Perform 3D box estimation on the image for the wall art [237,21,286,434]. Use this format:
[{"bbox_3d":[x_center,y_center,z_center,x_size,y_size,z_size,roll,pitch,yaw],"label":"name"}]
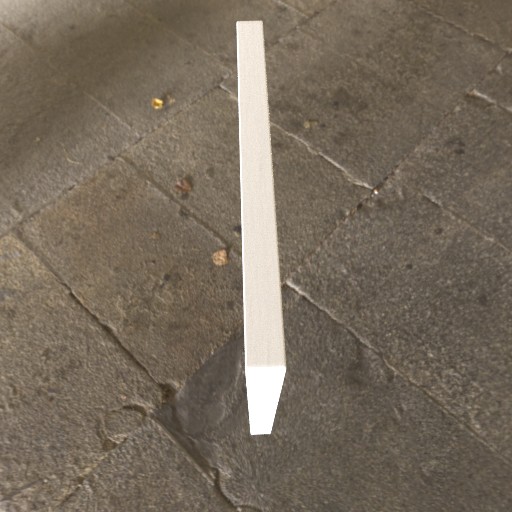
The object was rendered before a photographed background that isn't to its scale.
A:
[{"bbox_3d":[0.000,0.000,0.750,0.038,0.508,0.508,-2,62,-1],"label":"wall art"}]
